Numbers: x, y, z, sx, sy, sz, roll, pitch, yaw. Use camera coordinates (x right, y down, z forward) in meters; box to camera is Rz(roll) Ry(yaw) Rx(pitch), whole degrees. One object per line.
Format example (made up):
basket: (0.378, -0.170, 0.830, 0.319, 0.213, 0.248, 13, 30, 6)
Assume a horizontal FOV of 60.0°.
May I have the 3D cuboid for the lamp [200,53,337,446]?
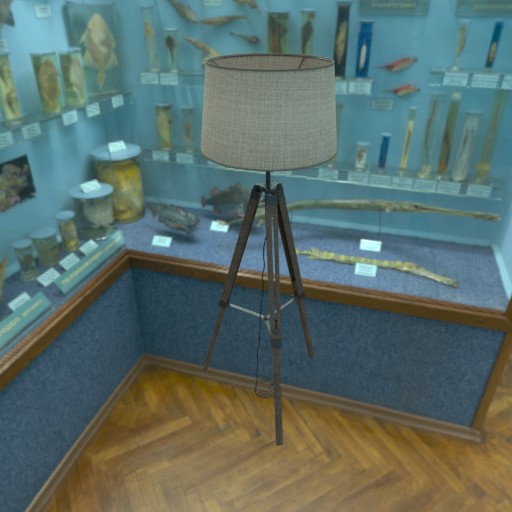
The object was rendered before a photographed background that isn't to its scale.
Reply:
lamp: (0.000, 0.000, 1.853, 0.587, 1.510, 0.604, 10, 32, 16)
